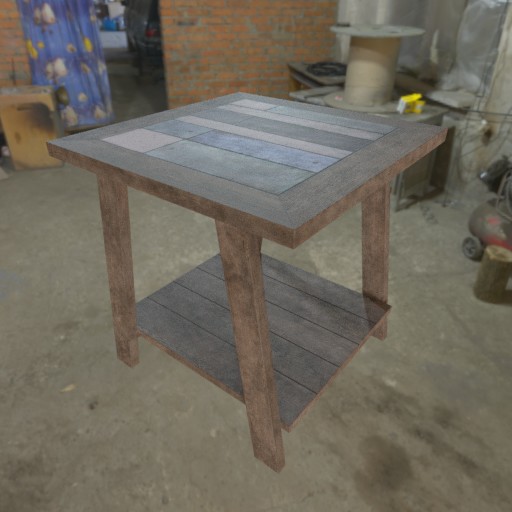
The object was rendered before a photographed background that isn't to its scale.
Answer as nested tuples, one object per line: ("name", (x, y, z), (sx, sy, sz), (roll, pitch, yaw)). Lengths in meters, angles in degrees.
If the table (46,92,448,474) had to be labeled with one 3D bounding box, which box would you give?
("table", (0.000, 0.000, 1.104), (0.610, 0.610, 0.610), (23, 38, 32))
